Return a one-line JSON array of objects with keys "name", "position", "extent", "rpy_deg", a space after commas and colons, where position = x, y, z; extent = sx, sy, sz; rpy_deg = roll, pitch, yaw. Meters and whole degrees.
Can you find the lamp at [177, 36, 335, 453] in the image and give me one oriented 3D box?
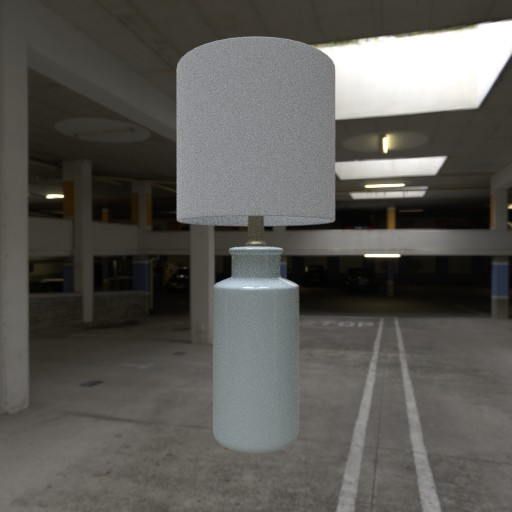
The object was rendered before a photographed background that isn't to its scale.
[{"name": "lamp", "position": [0.000, 0.000, 0.603], "extent": [0.212, 0.493, 0.212], "rpy_deg": [0, 1, 16]}]
